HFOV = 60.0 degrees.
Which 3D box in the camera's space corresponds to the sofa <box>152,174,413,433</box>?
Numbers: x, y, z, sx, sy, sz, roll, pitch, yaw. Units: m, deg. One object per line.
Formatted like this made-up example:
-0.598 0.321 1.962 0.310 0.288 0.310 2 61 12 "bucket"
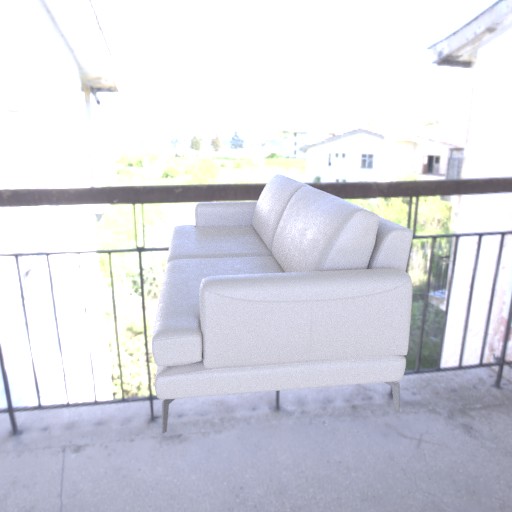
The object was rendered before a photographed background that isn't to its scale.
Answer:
0.000 0.000 2.427 0.974 0.765 1.940 -2 15 -8 "sofa"
